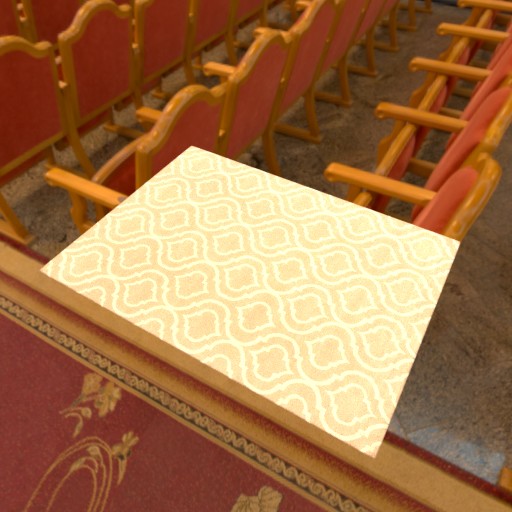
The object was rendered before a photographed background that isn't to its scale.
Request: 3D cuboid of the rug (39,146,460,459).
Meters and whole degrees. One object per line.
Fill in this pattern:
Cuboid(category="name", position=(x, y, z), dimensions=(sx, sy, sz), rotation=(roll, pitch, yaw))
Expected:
Cuboid(category="rug", position=(0.000, 0.000, 4.335), dimensions=(3.353, 0.010, 2.438), rotation=(24, 52, 20))
